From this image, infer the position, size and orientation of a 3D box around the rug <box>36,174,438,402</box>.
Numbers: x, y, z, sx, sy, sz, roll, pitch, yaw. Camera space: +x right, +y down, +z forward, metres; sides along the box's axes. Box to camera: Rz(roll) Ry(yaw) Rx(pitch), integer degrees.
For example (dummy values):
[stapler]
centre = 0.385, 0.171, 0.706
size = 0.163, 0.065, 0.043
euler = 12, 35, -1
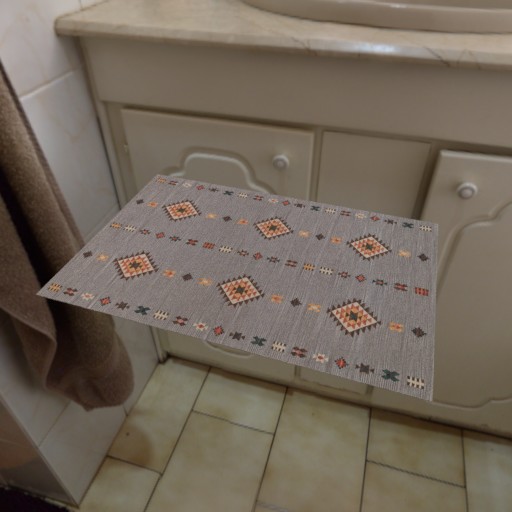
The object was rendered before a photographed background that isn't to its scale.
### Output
[rug]
centre = 0.000, 0.000, 2.346
size = 1.818, 0.005, 1.217
euler = 12, 41, 14
